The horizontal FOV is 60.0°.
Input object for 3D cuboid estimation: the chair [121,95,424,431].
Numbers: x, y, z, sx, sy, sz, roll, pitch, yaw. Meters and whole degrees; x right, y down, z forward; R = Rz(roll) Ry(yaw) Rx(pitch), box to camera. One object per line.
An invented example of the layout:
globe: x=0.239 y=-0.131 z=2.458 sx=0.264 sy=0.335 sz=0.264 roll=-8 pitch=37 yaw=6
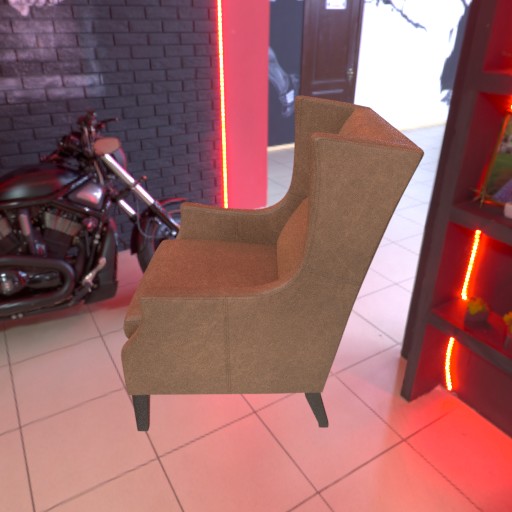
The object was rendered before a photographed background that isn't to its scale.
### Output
chair: x=0.000 y=0.000 z=1.720 sx=0.913 sy=1.088 sz=0.815 roll=1 pitch=28 yaw=1
